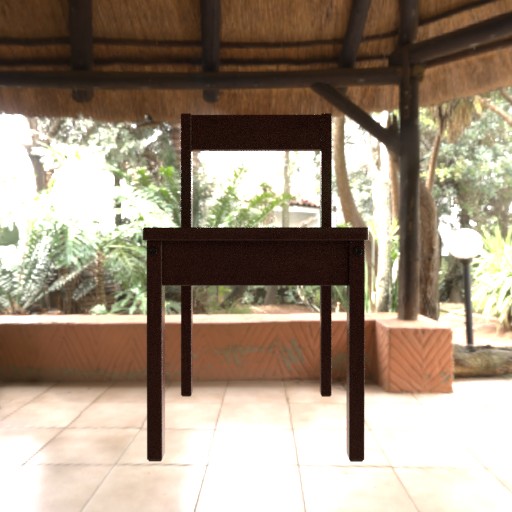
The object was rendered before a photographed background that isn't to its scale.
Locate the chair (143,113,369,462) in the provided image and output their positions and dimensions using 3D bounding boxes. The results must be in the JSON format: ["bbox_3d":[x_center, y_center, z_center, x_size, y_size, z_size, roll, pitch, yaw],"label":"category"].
[{"bbox_3d":[0.000,0.000,0.888,0.367,0.668,0.361,0,0,0],"label":"chair"}]
